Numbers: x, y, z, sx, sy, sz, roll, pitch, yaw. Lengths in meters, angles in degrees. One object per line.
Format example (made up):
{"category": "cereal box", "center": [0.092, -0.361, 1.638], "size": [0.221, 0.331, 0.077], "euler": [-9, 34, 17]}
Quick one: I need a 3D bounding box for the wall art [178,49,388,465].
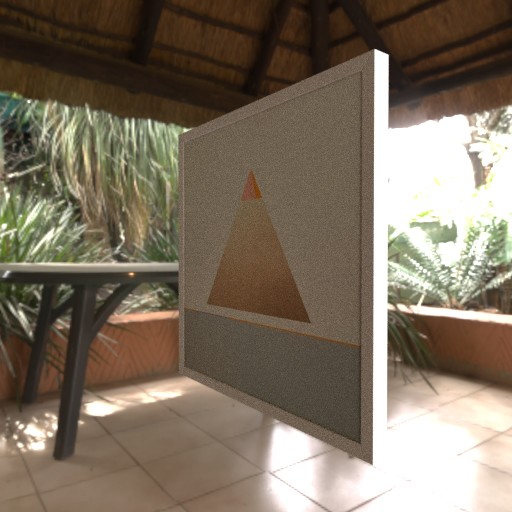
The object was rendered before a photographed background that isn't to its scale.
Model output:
{"category": "wall art", "center": [0.000, 0.000, 1.131], "size": [0.041, 0.765, 0.768], "euler": [-1, 1, -37]}
